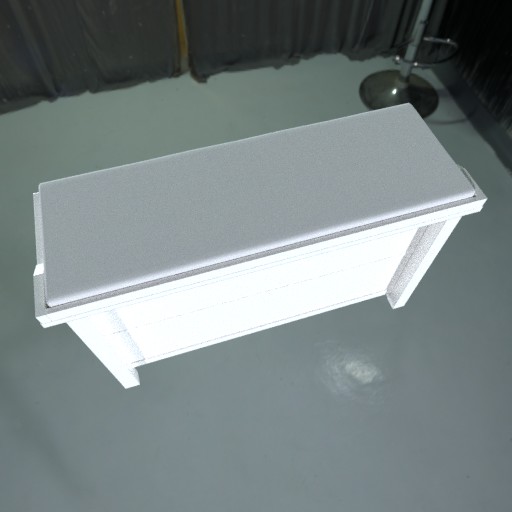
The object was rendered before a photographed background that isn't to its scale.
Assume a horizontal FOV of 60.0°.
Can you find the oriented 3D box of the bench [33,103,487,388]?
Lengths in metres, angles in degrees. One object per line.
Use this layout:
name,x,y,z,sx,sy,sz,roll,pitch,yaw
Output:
bench,0.000,0.000,1.238,0.987,0.589,0.346,-15,59,-9
